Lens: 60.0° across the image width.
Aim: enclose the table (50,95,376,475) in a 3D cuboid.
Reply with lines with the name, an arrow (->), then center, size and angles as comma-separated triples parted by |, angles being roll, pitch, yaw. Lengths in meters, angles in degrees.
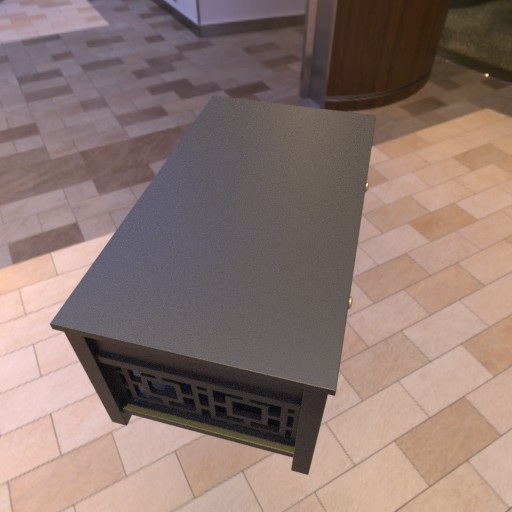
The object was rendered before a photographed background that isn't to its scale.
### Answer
table -> 0.000, 0.000, 1.408 | 0.612, 0.493, 1.068 | 11, 47, 10
